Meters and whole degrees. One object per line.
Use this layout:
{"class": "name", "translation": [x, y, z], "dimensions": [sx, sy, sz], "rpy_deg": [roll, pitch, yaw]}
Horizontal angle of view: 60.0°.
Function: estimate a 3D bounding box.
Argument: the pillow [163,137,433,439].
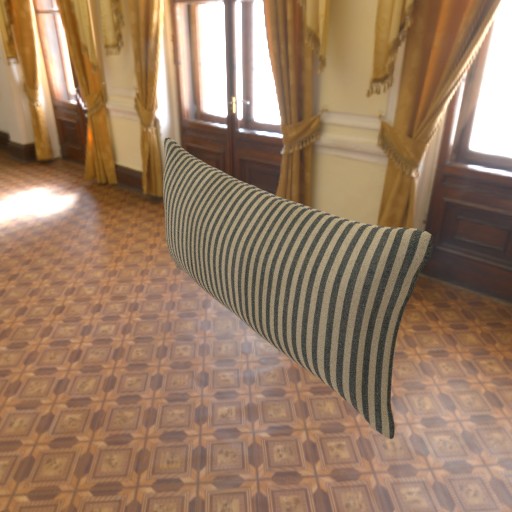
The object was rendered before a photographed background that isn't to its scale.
{"class": "pillow", "translation": [0.000, 0.000, 0.741], "dimensions": [0.151, 0.295, 0.617], "rpy_deg": [-18, 31, -32]}
